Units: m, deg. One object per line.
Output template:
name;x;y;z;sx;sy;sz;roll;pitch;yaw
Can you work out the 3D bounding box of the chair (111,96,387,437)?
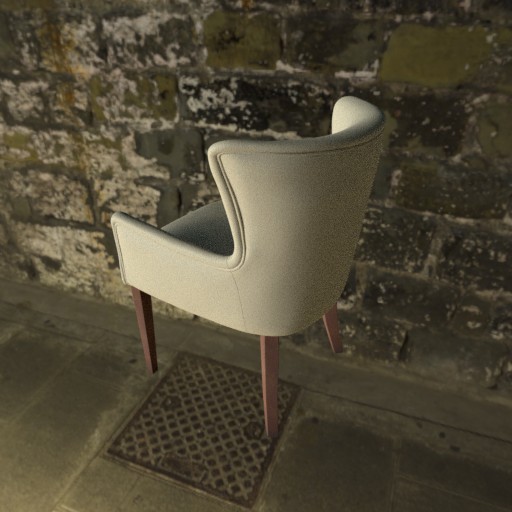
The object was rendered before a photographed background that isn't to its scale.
chair;0.000;0.000;1.459;0.686;0.952;0.660;19;35;30
